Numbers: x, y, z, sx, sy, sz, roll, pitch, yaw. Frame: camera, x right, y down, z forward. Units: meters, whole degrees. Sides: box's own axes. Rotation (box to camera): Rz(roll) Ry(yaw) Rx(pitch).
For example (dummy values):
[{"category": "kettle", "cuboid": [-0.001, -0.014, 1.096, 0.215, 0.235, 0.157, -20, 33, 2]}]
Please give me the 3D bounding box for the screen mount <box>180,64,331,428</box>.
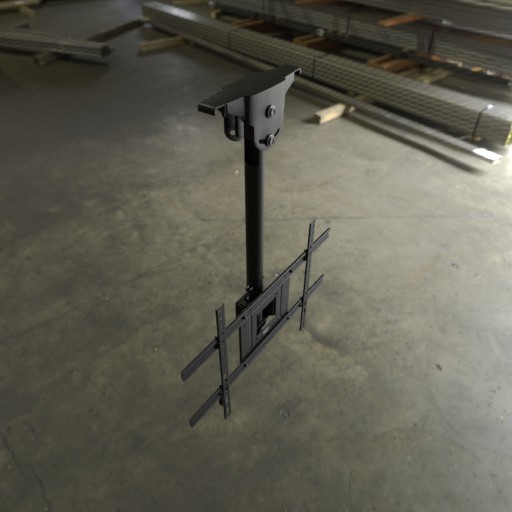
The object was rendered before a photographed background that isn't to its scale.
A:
[{"category": "screen mount", "cuboid": [0.000, 0.000, 1.017, 0.090, 0.775, 0.595, 25, 46, 27]}]
